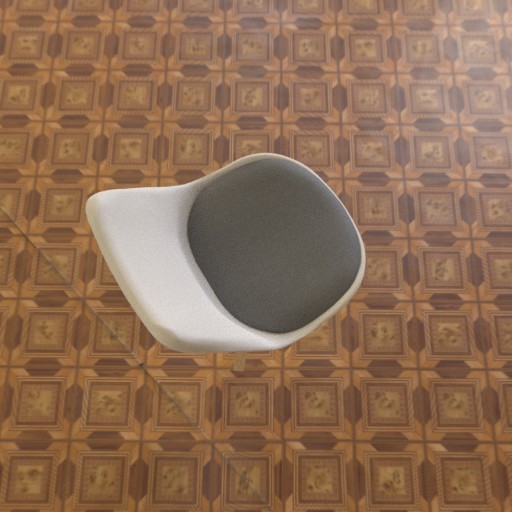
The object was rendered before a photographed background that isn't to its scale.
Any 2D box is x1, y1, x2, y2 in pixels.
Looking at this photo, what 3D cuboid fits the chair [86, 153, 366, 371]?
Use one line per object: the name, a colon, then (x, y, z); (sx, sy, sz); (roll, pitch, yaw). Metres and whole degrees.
chair: (0.000, 0.000, 1.165); (0.550, 0.850, 0.485); (-31, 78, -7)
